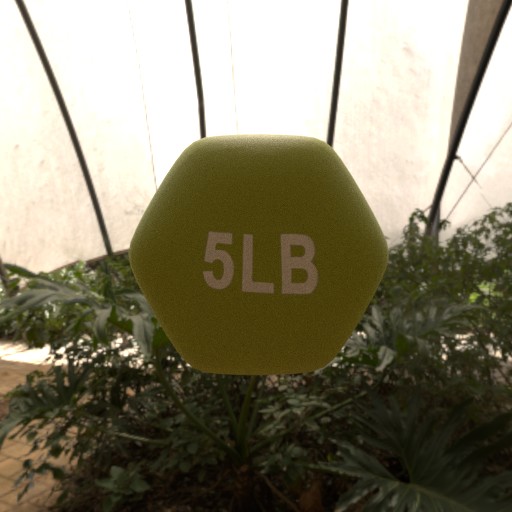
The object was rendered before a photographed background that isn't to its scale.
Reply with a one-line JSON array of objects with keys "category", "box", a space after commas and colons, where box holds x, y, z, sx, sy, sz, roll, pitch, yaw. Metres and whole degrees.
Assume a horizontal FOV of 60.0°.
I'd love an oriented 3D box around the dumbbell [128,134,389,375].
[{"category": "dumbbell", "box": [0.000, 0.000, 0.202, 0.080, 0.072, 0.164, 0, 0, 0]}]
